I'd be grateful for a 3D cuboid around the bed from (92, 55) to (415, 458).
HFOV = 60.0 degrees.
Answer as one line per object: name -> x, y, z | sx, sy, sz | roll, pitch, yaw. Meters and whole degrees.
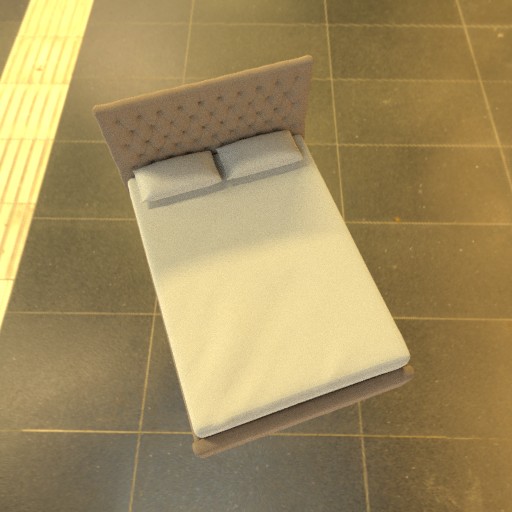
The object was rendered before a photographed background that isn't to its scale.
bed -> 0.000, 0.000, 3.397 | 1.698, 1.427, 2.387 | -17, 65, -8
